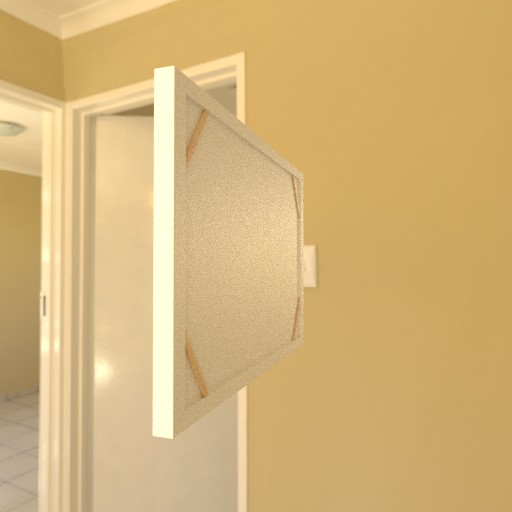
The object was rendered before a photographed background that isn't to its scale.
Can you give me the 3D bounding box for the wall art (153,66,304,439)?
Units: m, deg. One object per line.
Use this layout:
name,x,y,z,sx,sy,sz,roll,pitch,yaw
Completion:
wall art,0.000,0.000,1.160,0.038,0.609,0.914,0,-1,19
